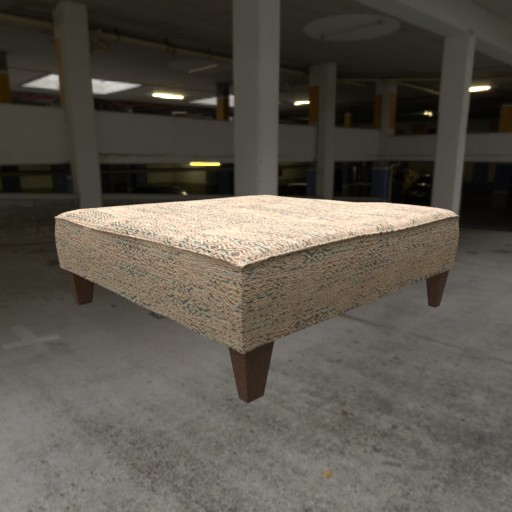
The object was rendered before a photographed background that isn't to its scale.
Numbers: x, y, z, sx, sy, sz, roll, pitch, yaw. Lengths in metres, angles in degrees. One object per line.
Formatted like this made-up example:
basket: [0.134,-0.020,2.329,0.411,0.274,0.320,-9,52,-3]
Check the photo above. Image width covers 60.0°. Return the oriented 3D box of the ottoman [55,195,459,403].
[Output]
ottoman: [0.000,0.000,1.531,1.004,0.356,0.968,-12,17,-42]
